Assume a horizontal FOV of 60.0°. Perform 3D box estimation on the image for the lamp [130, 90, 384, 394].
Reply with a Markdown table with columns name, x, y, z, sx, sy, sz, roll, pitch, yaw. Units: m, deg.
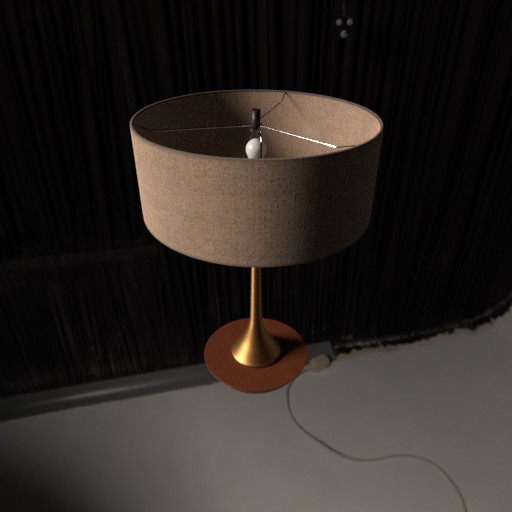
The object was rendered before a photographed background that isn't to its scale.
| name | x | y | z | sx | sy | sz | roll | pitch | yaw |
| --- | --- | --- | --- | --- | --- | --- | --- | --- | --- |
| lamp | 0.000 | 0.000 | 0.854 | 0.396 | 0.551 | 0.417 | -8 | 32 | -12 |
